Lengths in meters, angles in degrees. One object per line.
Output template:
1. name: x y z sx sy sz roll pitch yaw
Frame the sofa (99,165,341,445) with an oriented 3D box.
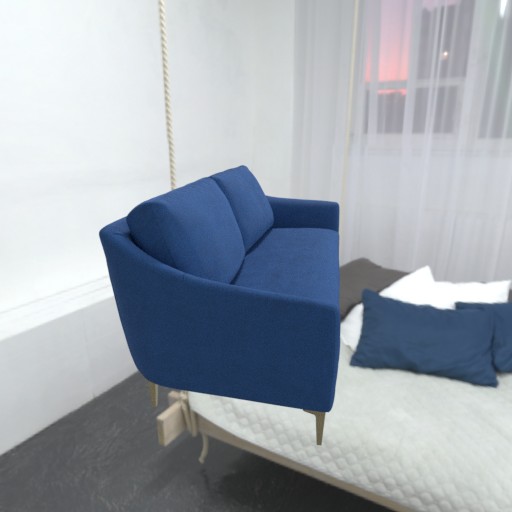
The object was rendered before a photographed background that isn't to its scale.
1. sofa: 0.000 0.000 2.553 0.960 0.903 2.036 3 17 10
